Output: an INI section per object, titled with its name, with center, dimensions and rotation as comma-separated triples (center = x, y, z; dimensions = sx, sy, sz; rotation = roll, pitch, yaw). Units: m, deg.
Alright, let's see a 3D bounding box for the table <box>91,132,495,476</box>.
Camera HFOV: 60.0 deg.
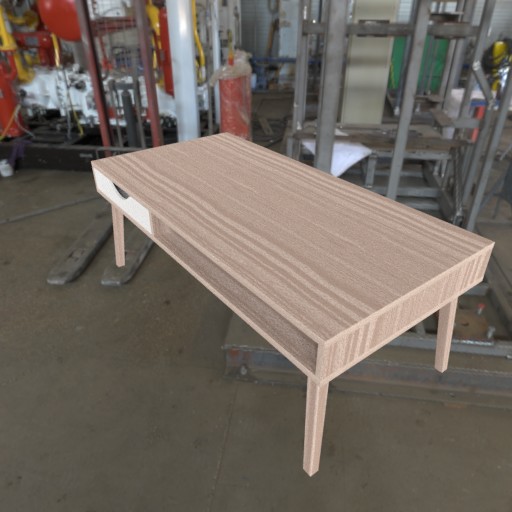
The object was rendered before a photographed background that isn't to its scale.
[table]
center = 0.000, 0.000, 1.485
dimensions = 0.600, 0.450, 1.200
rotation = -22, 38, -31
